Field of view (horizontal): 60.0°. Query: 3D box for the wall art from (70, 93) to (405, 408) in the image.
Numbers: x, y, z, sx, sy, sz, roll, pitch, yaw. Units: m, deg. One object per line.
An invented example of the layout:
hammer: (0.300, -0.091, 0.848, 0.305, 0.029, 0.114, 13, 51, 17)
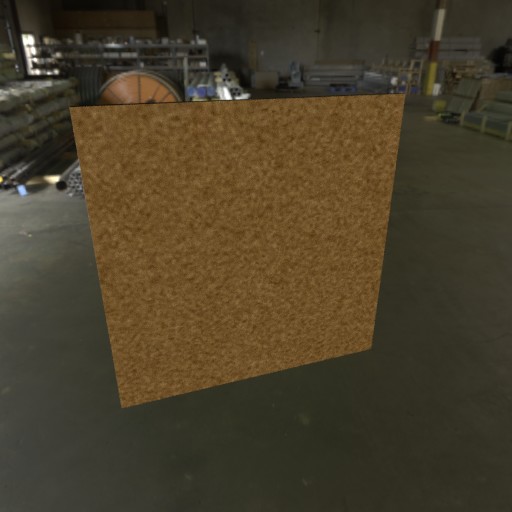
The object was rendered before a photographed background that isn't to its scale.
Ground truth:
wall art: (0.000, 0.000, 0.663, 0.446, 0.445, 0.014, -9, 27, -18)
